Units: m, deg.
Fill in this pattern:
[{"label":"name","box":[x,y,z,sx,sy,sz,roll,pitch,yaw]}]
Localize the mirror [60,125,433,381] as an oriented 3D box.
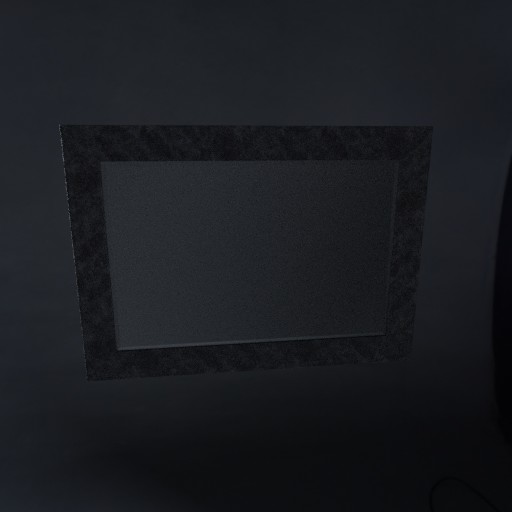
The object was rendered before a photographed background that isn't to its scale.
[{"label":"mirror","box":[0.000,0.000,1.410,1.101,0.795,0.022,-2,15,-7]}]
